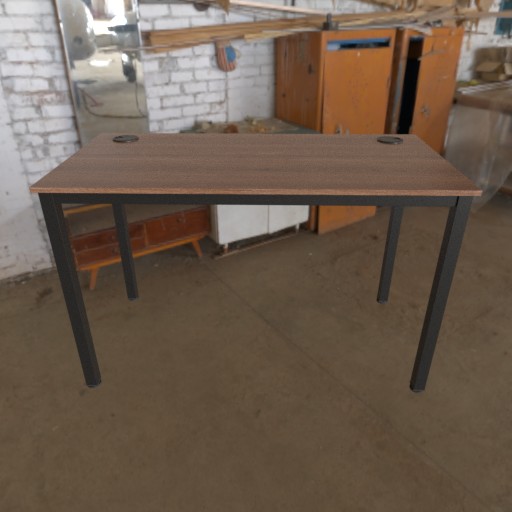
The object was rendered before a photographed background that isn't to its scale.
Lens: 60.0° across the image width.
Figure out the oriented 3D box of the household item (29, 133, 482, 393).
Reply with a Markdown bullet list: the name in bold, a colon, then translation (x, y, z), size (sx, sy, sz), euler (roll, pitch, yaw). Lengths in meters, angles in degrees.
- **household item**: translation (0.000, 0.000, 1.614), size (1.200, 0.750, 0.600), euler (1, 29, 1)
